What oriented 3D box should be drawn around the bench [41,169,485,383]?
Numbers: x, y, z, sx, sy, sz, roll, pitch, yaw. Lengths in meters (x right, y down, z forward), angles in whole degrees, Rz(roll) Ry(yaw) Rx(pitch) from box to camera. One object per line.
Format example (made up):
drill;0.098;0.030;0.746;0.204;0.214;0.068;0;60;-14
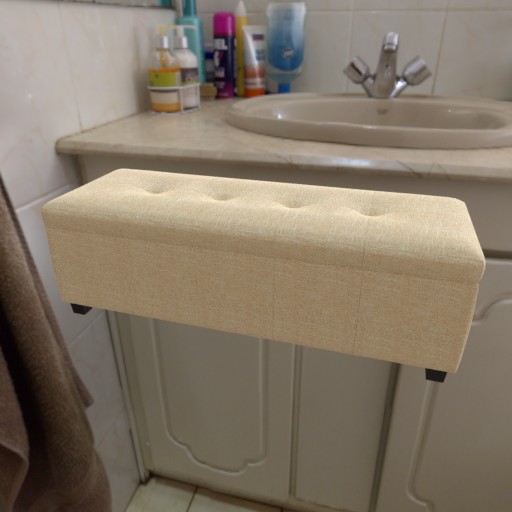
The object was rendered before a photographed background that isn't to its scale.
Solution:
bench;0.000;0.000;1.411;1.219;0.406;0.432;8;28;15
